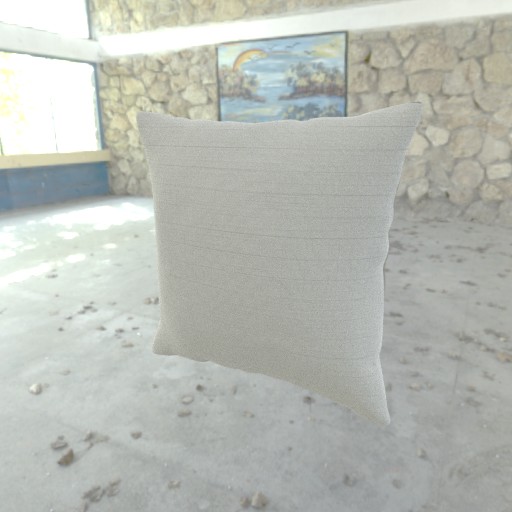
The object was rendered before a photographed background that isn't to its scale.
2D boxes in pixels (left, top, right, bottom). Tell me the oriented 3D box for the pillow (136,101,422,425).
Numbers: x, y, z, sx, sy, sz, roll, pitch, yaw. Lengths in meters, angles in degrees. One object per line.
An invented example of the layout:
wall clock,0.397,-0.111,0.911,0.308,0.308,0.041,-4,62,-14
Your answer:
pillow,0.000,0.000,0.720,0.470,0.464,0.175,8,18,27
